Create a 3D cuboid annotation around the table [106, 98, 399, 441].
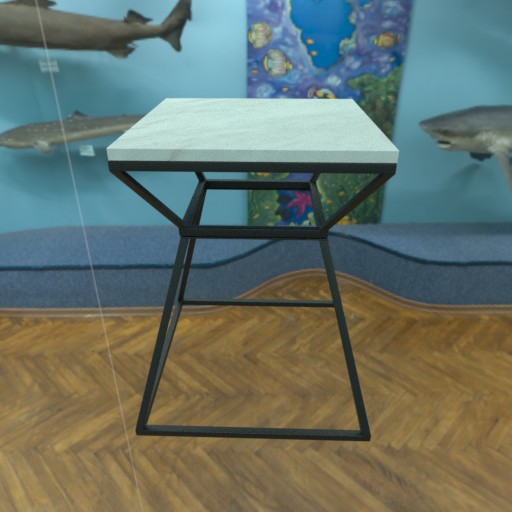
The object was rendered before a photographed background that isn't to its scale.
[{"bbox_3d":[0.000,0.000,0.922,0.455,0.559,0.455,1,29,2],"label":"table"}]
